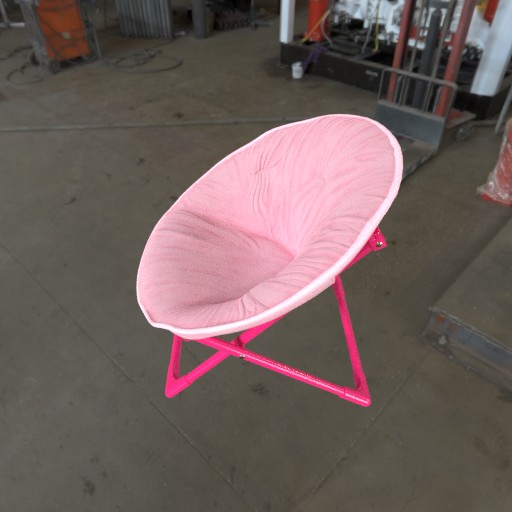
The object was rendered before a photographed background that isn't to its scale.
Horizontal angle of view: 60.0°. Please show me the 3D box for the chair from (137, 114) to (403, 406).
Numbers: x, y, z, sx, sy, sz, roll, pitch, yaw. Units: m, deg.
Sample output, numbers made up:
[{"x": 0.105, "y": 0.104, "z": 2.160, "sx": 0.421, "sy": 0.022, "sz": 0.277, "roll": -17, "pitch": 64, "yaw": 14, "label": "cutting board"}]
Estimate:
[{"x": 0.000, "y": 0.000, "z": 0.871, "sx": 0.459, "sy": 0.494, "sz": 0.522, "roll": -1, "pitch": 41, "yaw": -1, "label": "chair"}]
